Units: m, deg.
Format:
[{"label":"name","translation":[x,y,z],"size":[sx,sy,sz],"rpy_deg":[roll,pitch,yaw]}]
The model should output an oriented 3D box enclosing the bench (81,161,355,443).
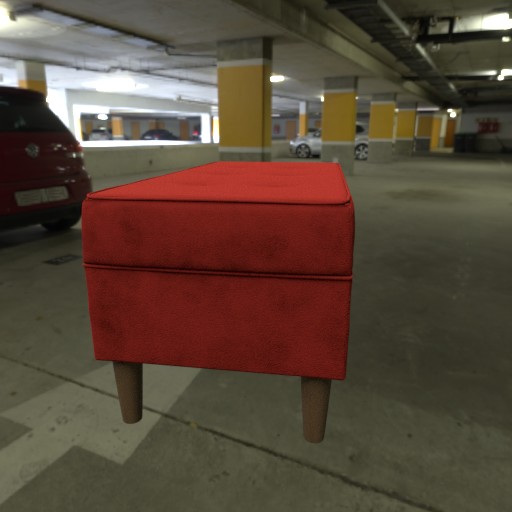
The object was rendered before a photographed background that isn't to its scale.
[{"label":"bench","translation":[0.000,0.000,1.270],"size":[0.492,0.471,1.016],"rpy_deg":[2,16,9]}]
